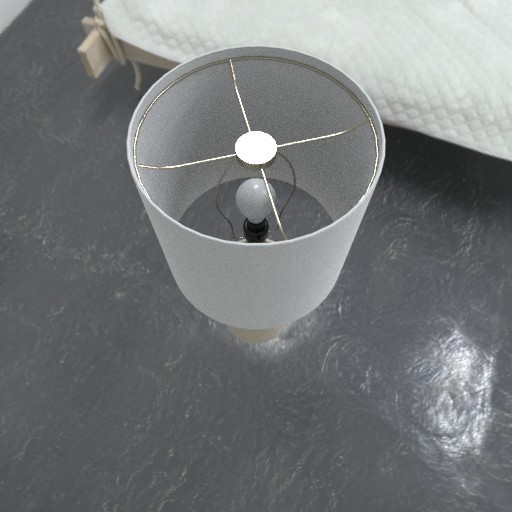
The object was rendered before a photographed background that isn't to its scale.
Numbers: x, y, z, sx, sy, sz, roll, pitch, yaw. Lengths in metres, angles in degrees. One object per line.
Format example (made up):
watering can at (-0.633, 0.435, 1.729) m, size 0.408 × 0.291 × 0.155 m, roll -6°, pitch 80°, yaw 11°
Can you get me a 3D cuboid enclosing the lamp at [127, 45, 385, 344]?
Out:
lamp at (0.000, 0.000, 0.592) m, size 0.220 × 0.475 × 0.220 m, roll 0°, pitch 63°, yaw 0°
